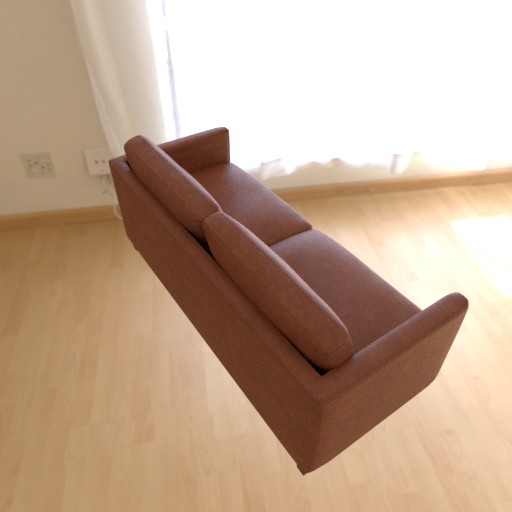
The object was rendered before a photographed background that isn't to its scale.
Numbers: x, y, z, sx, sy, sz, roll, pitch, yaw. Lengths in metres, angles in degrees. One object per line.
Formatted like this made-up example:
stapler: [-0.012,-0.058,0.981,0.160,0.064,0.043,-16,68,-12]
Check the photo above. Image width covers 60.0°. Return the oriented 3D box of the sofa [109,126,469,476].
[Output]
sofa: [0.000,0.000,2.693,0.950,0.932,2.204,-25,47,-25]
